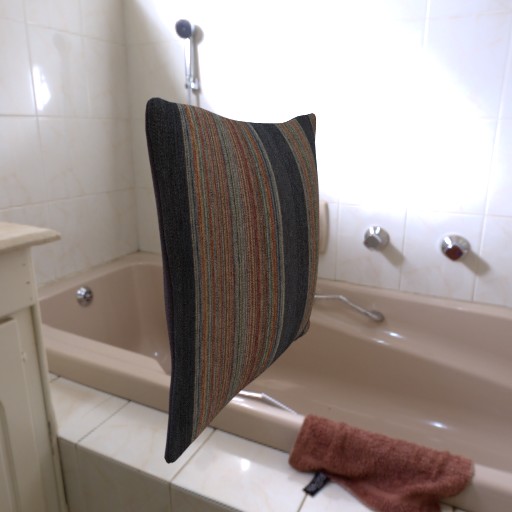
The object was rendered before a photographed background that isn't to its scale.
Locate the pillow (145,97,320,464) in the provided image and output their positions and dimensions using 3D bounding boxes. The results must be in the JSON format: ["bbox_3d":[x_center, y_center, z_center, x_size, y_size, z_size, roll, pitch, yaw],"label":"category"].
[{"bbox_3d":[0.000,0.000,0.655,0.136,0.419,0.437,8,18,28],"label":"pillow"}]
